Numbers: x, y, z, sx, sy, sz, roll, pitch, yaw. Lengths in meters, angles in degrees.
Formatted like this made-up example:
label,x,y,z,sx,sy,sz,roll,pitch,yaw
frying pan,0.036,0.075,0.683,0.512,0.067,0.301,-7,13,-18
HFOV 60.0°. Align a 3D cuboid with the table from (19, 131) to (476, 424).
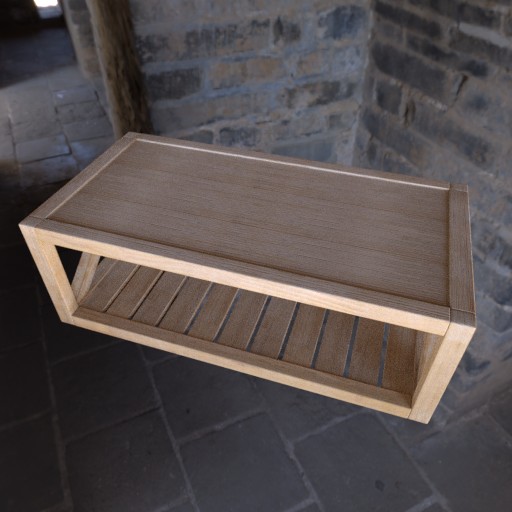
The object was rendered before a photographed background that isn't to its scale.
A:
label,x,y,z,sx,sy,sz,roll,pitch,yaw
table,0.000,0.000,1.581,1.321,0.457,0.660,12,43,13
